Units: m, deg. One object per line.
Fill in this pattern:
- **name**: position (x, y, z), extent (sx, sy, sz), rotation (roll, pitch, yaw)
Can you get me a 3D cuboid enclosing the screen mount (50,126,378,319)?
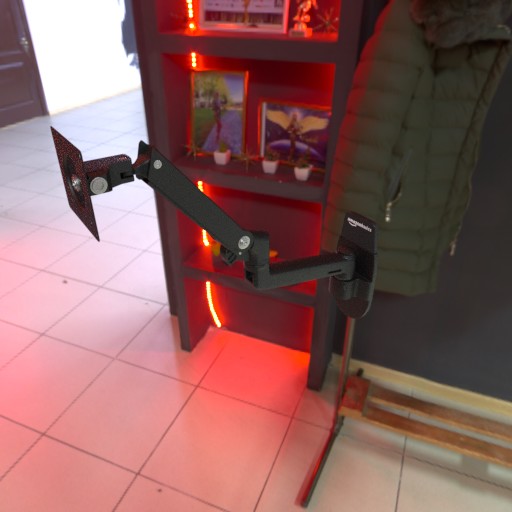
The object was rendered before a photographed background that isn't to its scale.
- **screen mount**: position (0.000, 0.000, 0.708), extent (0.495, 0.466, 0.115), rotation (-20, 37, -30)
